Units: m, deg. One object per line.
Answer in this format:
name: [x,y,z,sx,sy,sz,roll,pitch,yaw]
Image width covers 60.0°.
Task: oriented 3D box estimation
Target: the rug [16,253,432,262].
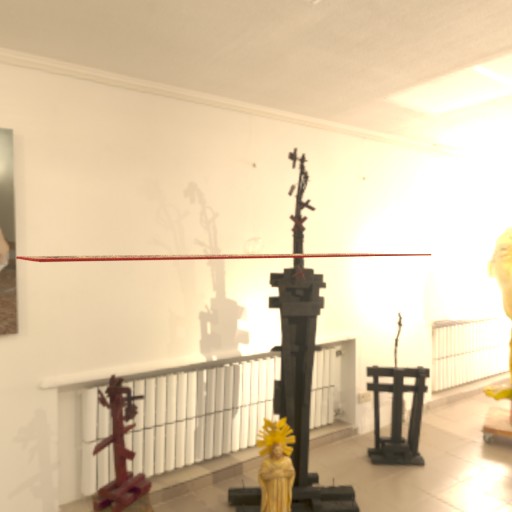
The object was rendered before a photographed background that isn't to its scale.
rug: [0.000,0.000,2.467,2.292,0.015,0.659,-1,1,-35]
